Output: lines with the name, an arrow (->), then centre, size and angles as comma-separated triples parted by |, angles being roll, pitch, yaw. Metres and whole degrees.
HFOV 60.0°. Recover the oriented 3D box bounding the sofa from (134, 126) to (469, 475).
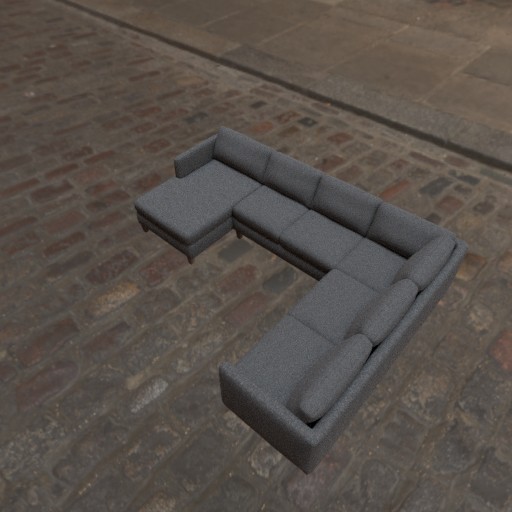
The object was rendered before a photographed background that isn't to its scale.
sofa -> 0.000, 0.000, 4.462 | 3.238, 0.853, 2.551 | 32, 54, 27
